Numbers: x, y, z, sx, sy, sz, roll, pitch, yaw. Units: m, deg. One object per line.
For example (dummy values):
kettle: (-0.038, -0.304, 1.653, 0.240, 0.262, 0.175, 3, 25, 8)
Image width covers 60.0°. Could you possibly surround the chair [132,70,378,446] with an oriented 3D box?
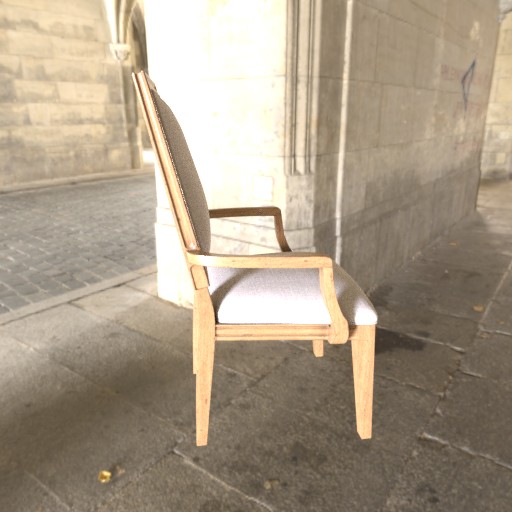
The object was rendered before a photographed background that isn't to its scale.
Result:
chair: (0.000, 0.000, 1.331, 0.602, 0.990, 0.606, -3, 18, -9)
